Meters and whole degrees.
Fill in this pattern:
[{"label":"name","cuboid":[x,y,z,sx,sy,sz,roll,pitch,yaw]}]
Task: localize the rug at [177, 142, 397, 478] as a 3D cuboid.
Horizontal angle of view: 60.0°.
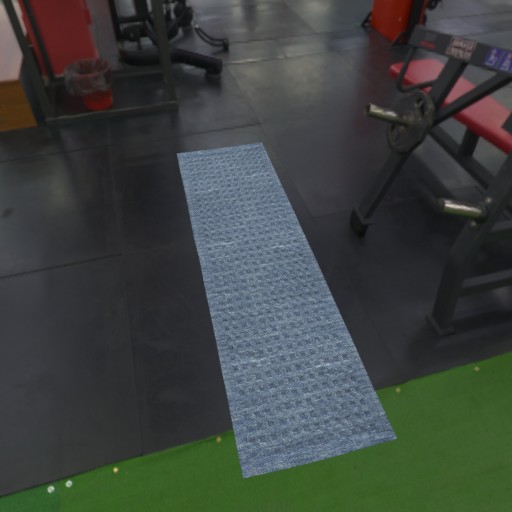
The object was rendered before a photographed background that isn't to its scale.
[{"label":"rug","cuboid":[0.000,0.000,2.689,0.688,0.008,2.443,-10,47,-9]}]
